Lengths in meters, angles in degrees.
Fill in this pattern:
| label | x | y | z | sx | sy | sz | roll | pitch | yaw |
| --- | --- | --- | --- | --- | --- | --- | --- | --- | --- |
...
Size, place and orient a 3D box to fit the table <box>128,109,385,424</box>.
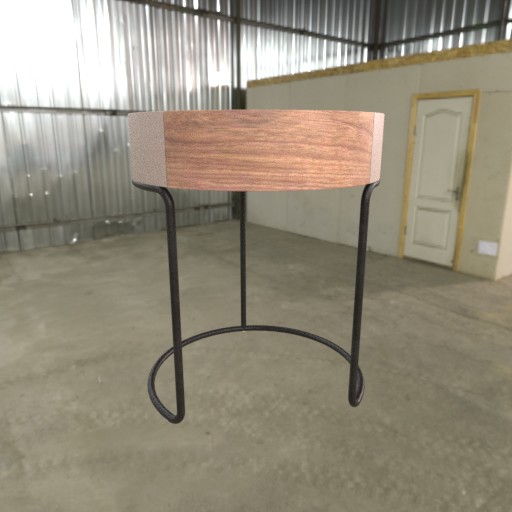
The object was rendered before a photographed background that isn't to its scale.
| label | x | y | z | sx | sy | sz | roll | pitch | yaw |
| --- | --- | --- | --- | --- | --- | --- | --- | --- | --- |
| table | 0.000 | 0.000 | 0.874 | 0.450 | 0.530 | 0.450 | 0 | 16 | 0 |
